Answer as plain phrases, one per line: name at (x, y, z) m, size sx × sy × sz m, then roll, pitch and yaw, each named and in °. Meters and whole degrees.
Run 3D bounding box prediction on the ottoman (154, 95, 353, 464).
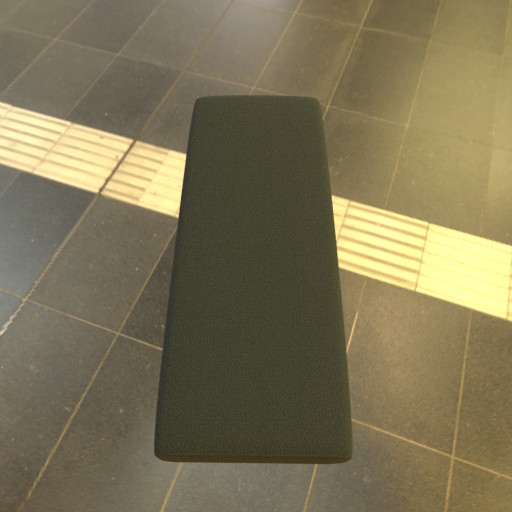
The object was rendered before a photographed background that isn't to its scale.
ottoman at (0.000, 0.000, 1.881) m, size 0.646 × 0.393 × 1.609 m, roll 0°, pitch 59°, yaw 0°
